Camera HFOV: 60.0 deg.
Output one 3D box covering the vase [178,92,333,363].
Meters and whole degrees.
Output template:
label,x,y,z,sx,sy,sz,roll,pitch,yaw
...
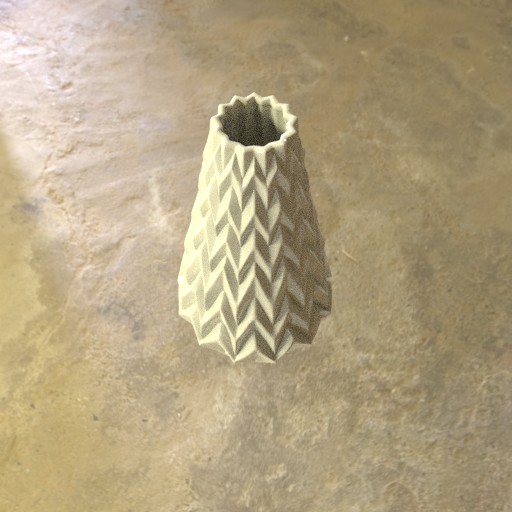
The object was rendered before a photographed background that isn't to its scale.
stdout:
label,x,y,z,sx,sy,sz,roll,pitch,yaw
vase,0.000,0.000,0.418,0.167,0.328,0.167,0,59,0
